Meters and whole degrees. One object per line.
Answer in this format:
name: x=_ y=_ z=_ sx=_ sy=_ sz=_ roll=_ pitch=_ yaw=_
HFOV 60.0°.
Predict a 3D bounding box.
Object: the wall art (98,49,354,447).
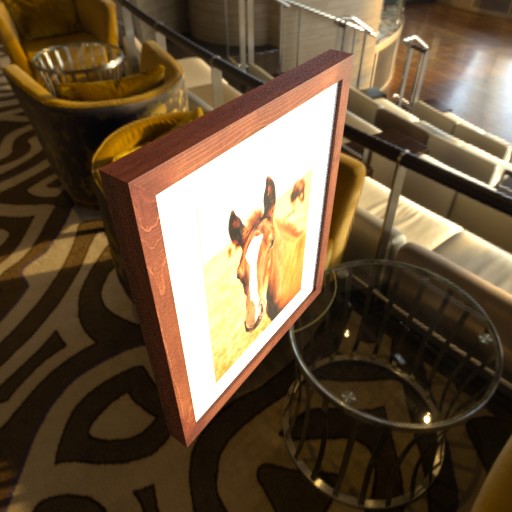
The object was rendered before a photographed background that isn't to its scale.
wall art: x=0.000 y=0.000 z=0.527 sx=0.030 sy=0.381 sz=0.330 roll=26 pitch=48 yaw=26
